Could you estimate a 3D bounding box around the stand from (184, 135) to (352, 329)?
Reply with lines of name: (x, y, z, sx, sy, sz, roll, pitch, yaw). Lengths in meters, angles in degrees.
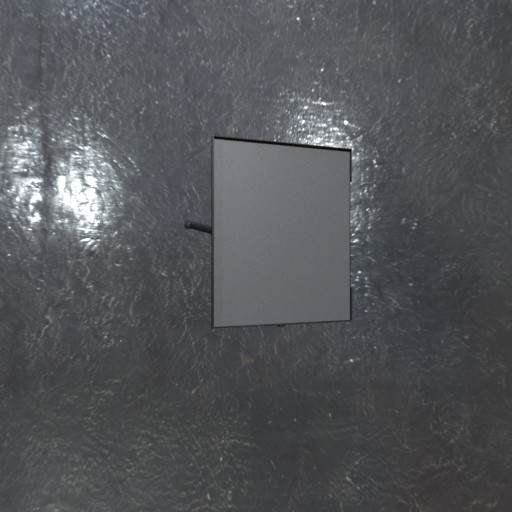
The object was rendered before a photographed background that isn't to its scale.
stand: (0.000, 0.000, 1.645, 0.702, 1.198, 0.702, 0, 89, -1)
